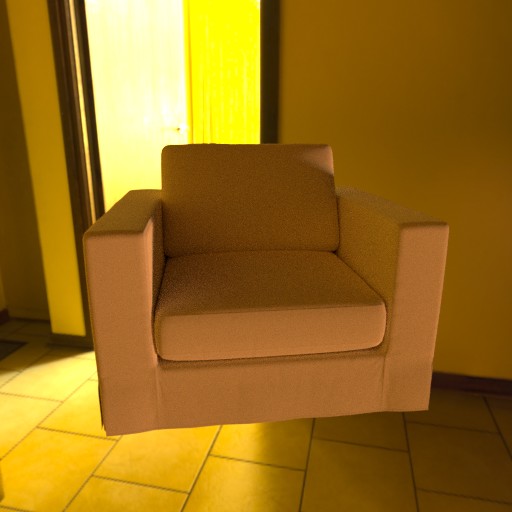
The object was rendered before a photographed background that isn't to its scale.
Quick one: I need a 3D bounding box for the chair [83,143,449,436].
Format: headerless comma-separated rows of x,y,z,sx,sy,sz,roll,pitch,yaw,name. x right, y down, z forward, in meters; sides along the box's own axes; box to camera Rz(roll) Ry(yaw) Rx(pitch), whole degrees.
0.000,0.000,1.805,1.150,0.878,0.957,-2,16,-7,chair
